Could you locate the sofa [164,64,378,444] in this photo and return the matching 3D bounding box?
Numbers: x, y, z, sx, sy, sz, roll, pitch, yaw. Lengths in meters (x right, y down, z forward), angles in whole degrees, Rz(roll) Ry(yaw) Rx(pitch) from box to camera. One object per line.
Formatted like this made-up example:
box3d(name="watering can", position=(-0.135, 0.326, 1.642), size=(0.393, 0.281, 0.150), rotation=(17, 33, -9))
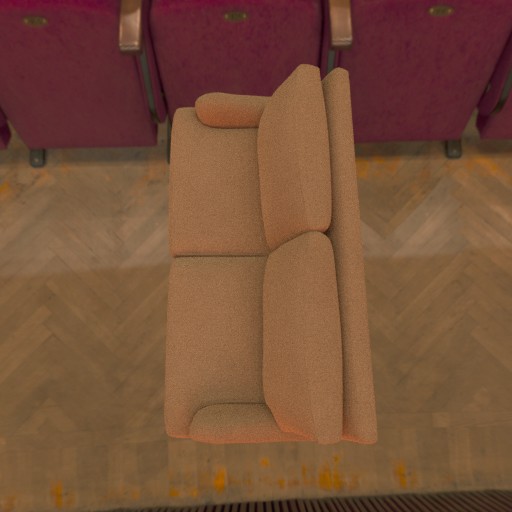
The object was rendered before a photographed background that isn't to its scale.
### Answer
box3d(name="sofa", position=(0.000, 0.000, 2.670), size=(1.091, 0.997, 2.070), rotation=(-1, 76, 0))
